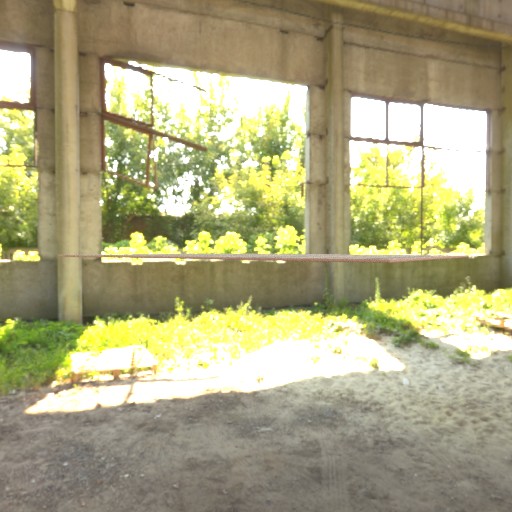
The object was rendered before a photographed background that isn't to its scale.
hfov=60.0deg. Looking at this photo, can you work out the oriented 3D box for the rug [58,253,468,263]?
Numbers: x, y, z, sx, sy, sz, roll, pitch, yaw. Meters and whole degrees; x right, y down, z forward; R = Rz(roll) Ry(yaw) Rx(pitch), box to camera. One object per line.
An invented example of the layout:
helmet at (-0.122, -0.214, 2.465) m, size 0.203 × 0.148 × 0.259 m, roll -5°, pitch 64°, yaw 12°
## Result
rug at (0.000, 0.000, 3.103) m, size 2.438 × 0.014 × 1.523 m, roll 1°, pitch 1°, yaw 36°
